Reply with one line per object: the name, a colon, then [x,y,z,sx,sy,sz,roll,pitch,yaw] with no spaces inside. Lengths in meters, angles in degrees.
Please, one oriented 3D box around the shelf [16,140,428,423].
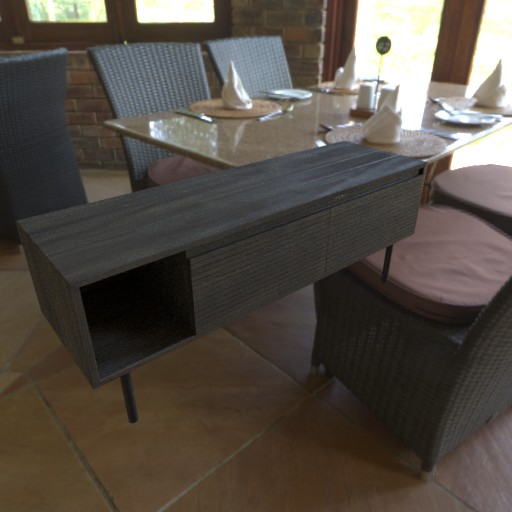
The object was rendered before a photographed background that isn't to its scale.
shelf: [0.000,0.000,1.503,1.300,0.495,0.400,-22,36,-34]
